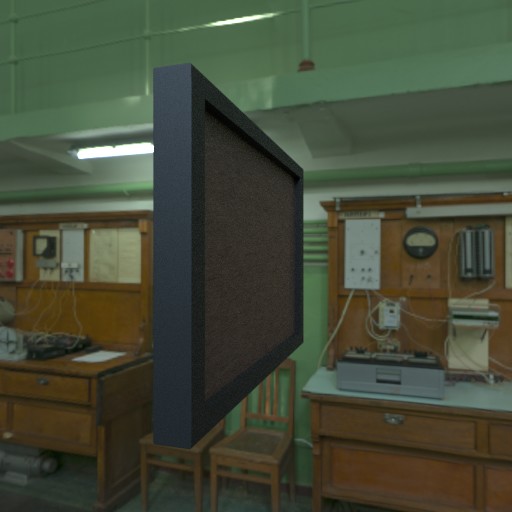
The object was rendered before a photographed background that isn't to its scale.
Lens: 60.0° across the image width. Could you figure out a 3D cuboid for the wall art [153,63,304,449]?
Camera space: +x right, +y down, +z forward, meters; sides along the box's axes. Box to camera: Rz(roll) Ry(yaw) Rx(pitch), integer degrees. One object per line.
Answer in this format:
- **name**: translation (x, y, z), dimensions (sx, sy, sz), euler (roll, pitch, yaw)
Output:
- **wall art**: translation (0.000, 0.000, 0.850), dimensions (0.051, 0.456, 0.671), euler (0, 0, 17)
